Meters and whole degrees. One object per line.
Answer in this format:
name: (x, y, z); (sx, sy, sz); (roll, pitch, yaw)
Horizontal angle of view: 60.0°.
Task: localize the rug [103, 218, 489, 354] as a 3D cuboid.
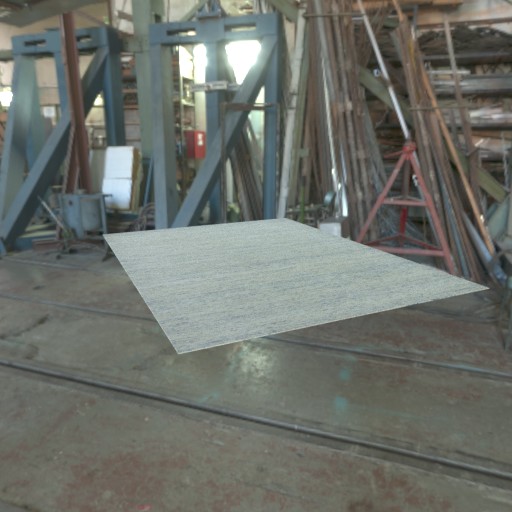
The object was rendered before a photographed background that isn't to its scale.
rug: (0.000, 0.000, 4.282); (2.438, 0.006, 3.197); (-7, 17, -24)
